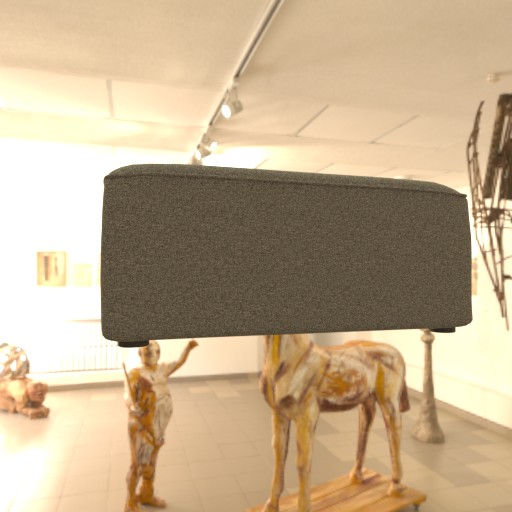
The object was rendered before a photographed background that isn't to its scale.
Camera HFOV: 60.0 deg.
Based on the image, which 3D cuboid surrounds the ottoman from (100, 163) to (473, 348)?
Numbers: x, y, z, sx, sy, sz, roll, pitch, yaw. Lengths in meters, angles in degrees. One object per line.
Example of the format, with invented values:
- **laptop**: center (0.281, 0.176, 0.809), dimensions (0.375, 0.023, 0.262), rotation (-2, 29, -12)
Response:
- **ottoman**: center (0.000, 0.000, 1.597), dimensions (1.015, 0.464, 1.005), rotation (1, -2, -16)
